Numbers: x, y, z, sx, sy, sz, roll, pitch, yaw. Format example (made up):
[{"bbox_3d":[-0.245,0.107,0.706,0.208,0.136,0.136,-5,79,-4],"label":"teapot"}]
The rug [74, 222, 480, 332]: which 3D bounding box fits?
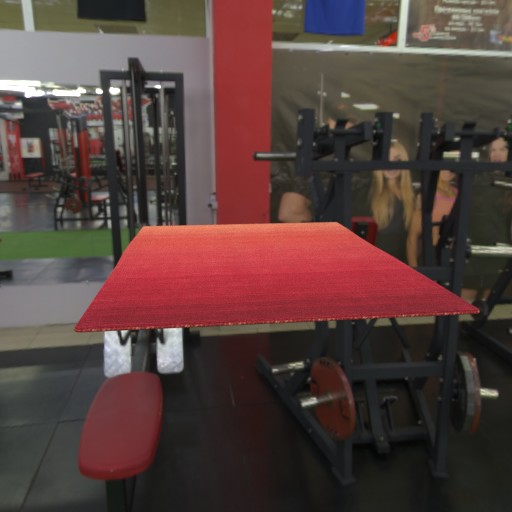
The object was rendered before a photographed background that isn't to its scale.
[{"bbox_3d":[0.000,0.000,3.876,2.340,0.028,2.905,-2,15,-7],"label":"rug"}]
